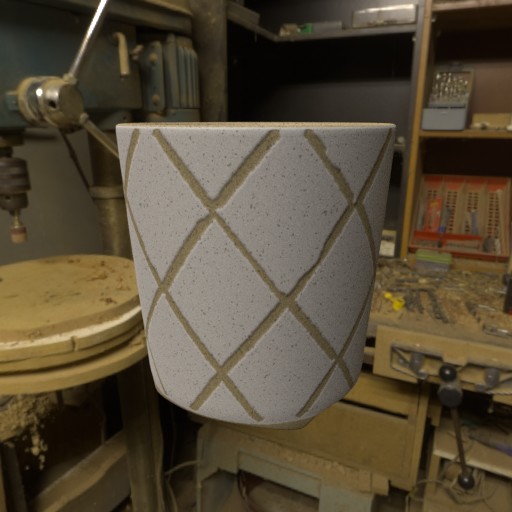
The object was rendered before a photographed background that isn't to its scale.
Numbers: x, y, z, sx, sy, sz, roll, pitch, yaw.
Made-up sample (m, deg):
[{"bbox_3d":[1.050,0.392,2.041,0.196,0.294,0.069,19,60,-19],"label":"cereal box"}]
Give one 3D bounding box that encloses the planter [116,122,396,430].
[{"bbox_3d":[0.000,0.000,0.410,0.228,0.235,0.228,0,17,0],"label":"planter"}]
